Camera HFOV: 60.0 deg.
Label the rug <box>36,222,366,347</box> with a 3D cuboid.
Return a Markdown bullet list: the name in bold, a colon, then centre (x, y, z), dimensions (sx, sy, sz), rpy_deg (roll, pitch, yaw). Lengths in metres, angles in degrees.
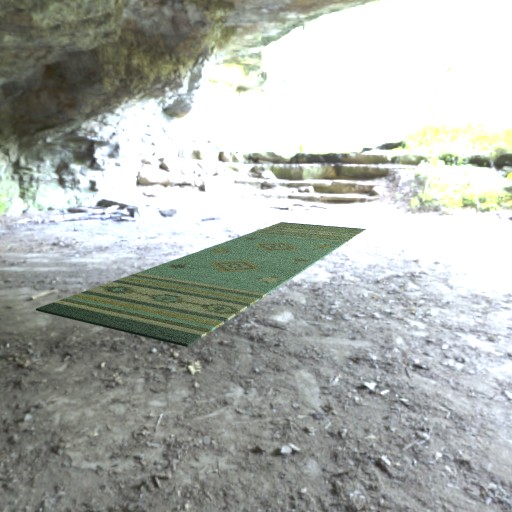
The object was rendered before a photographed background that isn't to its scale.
- **rug**: centre (0.000, 0.000, 2.676), dimensions (0.744, 0.010, 2.441), rpy_deg (7, 15, 26)
